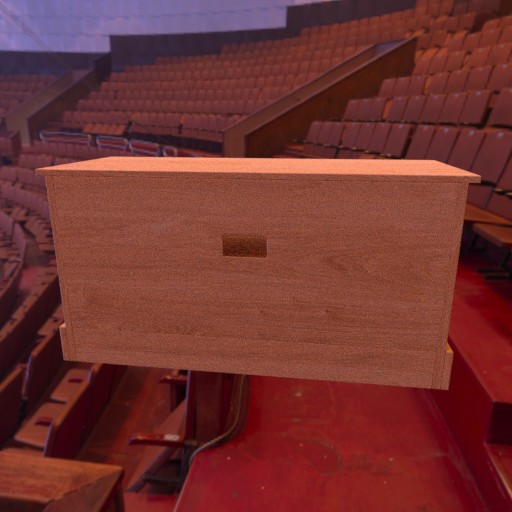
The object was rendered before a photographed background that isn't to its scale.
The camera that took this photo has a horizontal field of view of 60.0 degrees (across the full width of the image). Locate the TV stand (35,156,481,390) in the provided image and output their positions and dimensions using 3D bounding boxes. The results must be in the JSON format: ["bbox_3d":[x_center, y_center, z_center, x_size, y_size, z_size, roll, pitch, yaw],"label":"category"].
[{"bbox_3d":[0.000,0.000,1.349,1.080,0.550,0.440,2,17,8],"label":"TV stand"}]
